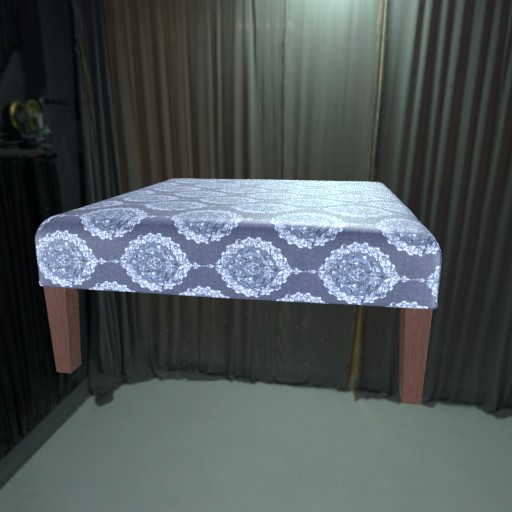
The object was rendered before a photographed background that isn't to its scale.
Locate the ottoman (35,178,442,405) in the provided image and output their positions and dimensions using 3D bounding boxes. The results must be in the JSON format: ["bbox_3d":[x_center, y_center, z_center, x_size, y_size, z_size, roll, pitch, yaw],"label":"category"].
[{"bbox_3d":[0.000,0.000,1.390,0.890,0.409,0.889,3,16,9],"label":"ottoman"}]
